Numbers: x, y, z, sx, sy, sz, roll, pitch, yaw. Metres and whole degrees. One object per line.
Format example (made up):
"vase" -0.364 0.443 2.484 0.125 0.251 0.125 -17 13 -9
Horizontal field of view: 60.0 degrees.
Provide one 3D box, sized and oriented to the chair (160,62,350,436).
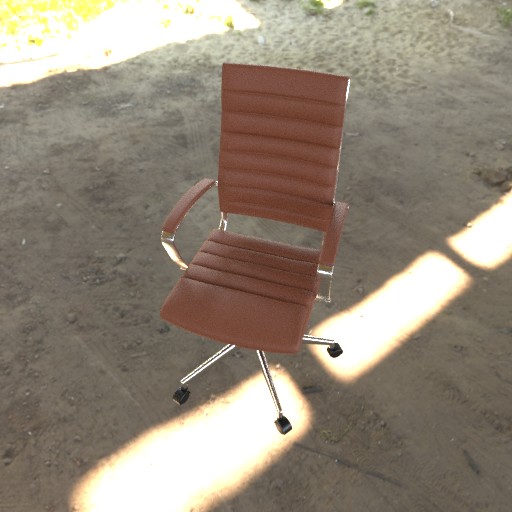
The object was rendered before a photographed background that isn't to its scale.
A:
"chair" 0.000 0.000 1.643 0.766 1.149 0.739 12 43 13
